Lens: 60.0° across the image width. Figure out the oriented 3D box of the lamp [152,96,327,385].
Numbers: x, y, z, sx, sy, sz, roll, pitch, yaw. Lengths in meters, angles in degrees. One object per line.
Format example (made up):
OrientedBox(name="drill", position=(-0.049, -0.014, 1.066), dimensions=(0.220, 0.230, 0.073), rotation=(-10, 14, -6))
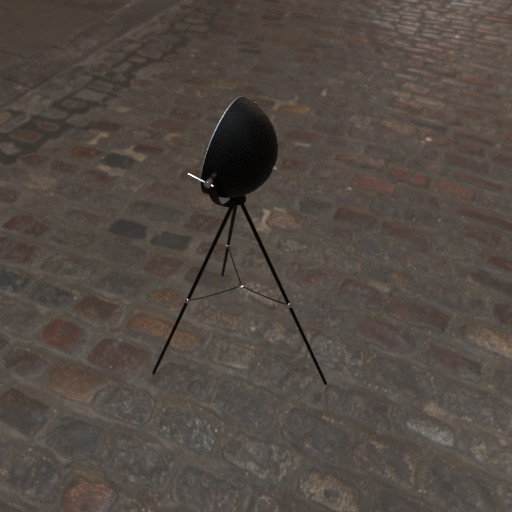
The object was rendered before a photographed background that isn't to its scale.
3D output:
OrientedBox(name="lamp", position=(0.000, 0.000, 2.067), dimensions=(0.920, 1.512, 0.817), rotation=(17, 49, 16))
